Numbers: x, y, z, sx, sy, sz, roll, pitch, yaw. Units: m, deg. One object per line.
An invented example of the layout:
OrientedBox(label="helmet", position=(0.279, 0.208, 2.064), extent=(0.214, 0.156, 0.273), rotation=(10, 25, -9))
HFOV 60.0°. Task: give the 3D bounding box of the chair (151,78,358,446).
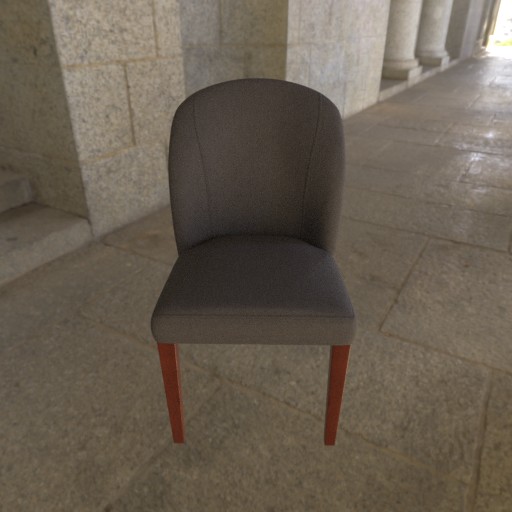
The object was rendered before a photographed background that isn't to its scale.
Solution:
OrientedBox(label="chair", position=(0.000, 0.000, 1.267), extent=(0.506, 0.879, 0.619), rotation=(0, 29, 1))
